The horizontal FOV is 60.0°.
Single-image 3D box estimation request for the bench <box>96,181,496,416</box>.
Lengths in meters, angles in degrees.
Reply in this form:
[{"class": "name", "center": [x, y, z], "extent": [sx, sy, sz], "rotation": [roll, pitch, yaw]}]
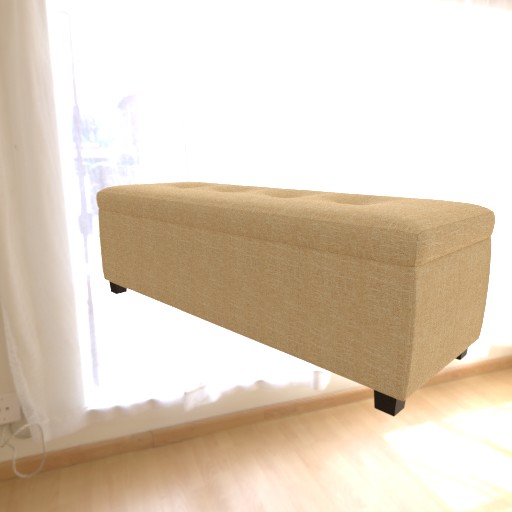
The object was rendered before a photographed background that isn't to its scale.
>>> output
[{"class": "bench", "center": [0.000, 0.000, 1.371], "extent": [1.219, 0.406, 0.432], "rotation": [13, 18, 43]}]
